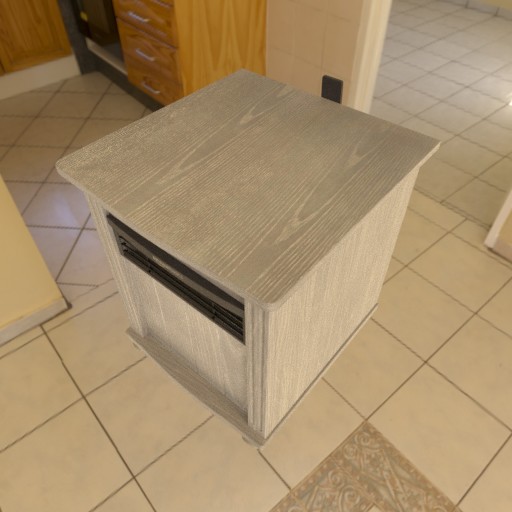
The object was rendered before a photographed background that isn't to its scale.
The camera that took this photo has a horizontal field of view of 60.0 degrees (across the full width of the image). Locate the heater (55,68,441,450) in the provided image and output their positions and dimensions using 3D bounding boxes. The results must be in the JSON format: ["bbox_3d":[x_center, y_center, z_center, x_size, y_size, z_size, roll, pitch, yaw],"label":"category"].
[{"bbox_3d":[0.000,0.000,0.739,0.362,0.481,0.400,31,54,26],"label":"heater"}]
